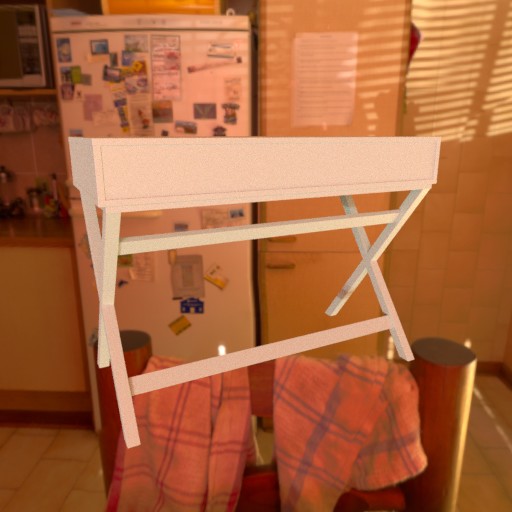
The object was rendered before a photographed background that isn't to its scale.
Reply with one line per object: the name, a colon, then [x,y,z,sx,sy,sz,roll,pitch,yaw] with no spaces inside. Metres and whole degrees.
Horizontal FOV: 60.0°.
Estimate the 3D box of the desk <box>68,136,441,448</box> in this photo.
desk: [0.000,0.000,1.502,1.057,0.780,0.525,-8,17,-26]
